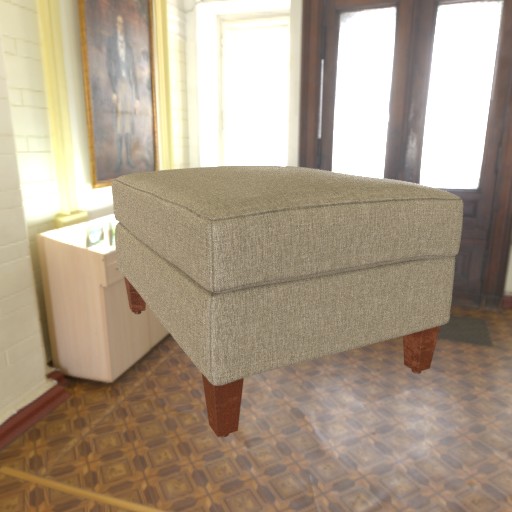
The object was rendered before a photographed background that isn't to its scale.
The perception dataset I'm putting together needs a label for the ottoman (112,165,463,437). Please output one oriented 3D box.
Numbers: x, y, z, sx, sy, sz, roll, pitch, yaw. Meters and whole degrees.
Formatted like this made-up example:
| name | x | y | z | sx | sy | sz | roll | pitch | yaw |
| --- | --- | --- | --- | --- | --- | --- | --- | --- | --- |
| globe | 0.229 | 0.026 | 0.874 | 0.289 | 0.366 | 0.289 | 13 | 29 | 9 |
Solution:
| name | x | y | z | sx | sy | sz | roll | pitch | yaw |
| --- | --- | --- | --- | --- | --- | --- | --- | --- | --- |
| ottoman | 0.000 | 0.000 | 1.243 | 0.639 | 0.494 | 0.873 | -7 | 16 | -27 |
